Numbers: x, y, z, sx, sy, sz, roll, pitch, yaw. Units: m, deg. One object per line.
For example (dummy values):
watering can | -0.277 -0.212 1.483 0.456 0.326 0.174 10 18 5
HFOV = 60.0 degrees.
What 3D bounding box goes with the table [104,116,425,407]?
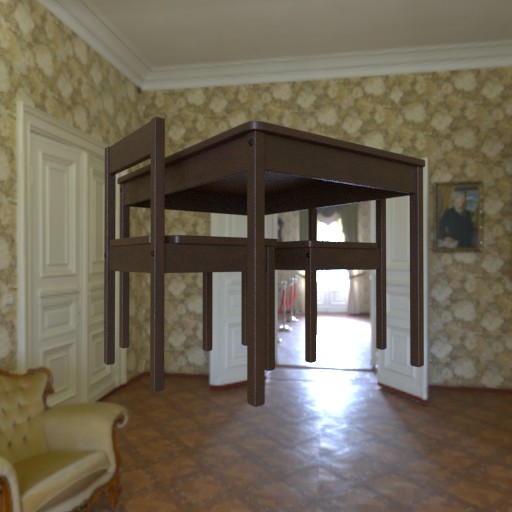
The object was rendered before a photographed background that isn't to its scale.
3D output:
table | 0.000 0.000 1.117 0.672 0.503 0.650 1 -1 -37
